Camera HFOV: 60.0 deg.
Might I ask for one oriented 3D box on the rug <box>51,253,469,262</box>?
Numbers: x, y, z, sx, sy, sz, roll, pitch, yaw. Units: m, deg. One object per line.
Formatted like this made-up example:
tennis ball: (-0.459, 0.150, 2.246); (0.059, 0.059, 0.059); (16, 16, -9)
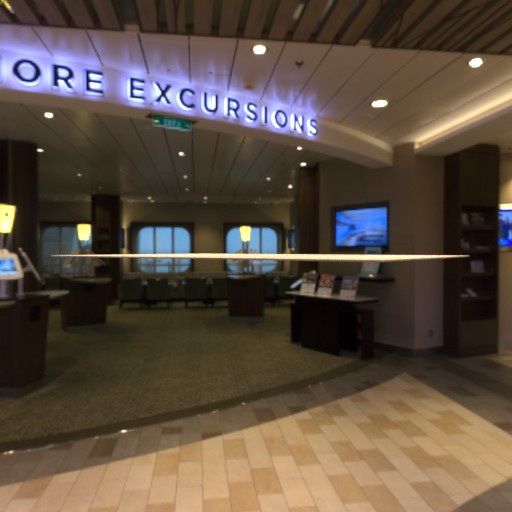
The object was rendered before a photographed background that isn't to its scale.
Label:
rug: (0.000, 0.000, 2.329); (1.827, 0.006, 1.221); (1, 1, 36)
